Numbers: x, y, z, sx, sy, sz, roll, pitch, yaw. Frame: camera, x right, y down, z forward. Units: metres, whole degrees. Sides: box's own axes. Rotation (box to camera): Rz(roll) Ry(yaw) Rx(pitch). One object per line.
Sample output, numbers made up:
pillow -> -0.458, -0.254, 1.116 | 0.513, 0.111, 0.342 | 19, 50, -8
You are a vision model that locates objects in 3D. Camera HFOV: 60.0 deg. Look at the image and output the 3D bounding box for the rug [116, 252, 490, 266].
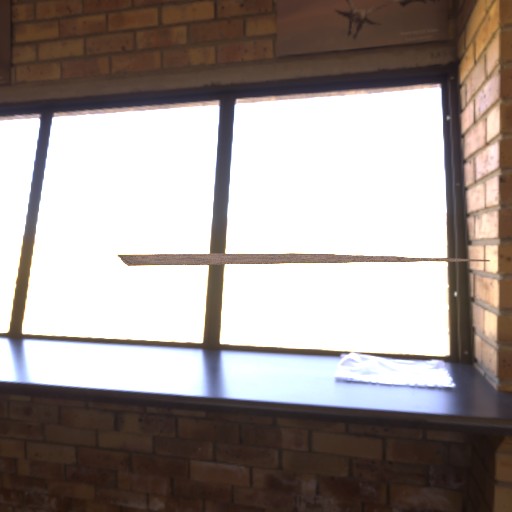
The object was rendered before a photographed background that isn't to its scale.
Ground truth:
rug -> 0.000, 0.000, 3.312 | 1.964, 0.025, 2.455 | 0, 1, -18
